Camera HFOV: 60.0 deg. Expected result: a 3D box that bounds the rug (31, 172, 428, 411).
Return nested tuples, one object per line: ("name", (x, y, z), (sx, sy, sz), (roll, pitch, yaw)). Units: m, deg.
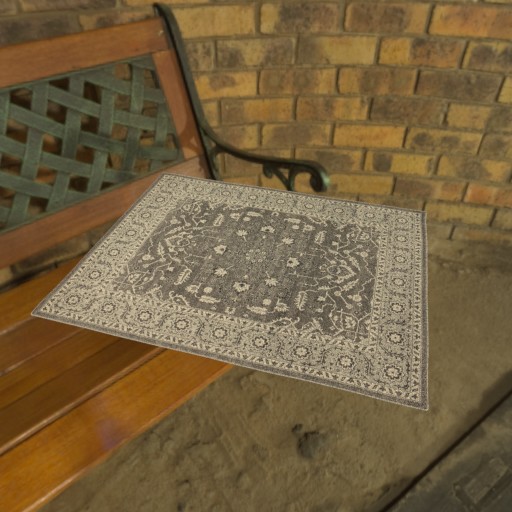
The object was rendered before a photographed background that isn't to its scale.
("rug", (0.000, 0.000, 4.133), (3.069, 0.026, 2.451), (10, 40, 13))
